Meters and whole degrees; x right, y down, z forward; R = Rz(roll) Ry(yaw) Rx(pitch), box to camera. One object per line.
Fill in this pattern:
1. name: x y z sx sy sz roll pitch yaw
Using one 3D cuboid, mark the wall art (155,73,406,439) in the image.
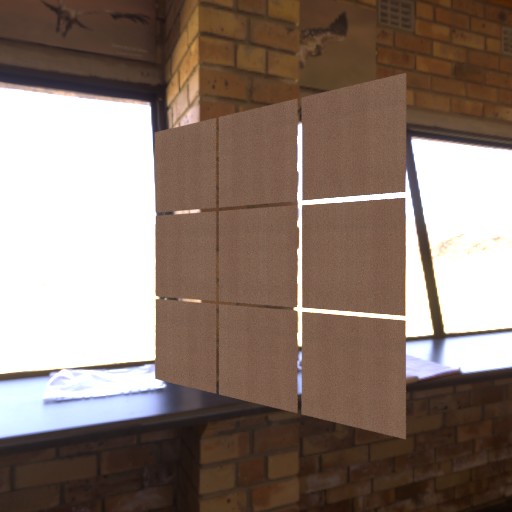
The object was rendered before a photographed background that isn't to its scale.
1. wall art: 0.000 0.000 2.263 1.517 1.505 0.002 0 0 36
